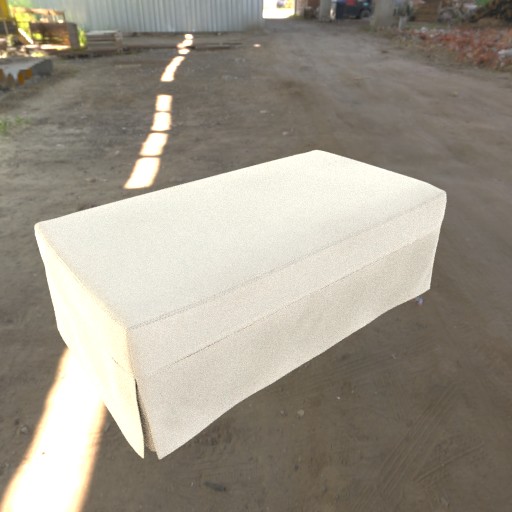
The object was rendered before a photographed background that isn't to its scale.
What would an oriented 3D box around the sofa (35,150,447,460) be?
[{"bbox_3d":[0.000,0.000,2.050,1.677,0.552,0.939,-22,37,-33],"label":"sofa"}]
